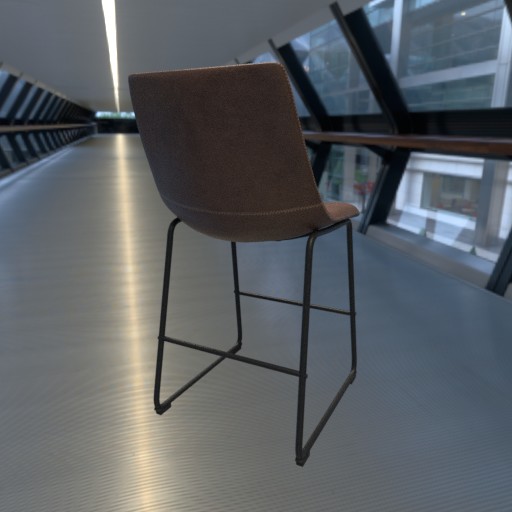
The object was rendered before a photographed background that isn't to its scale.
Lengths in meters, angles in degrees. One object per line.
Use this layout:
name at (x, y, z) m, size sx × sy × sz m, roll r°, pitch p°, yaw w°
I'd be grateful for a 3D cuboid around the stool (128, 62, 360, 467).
stool at (0.000, 0.000, 1.204) m, size 0.460 × 0.890 × 0.550 m, roll 8°, pitch 17°, yaw 27°
